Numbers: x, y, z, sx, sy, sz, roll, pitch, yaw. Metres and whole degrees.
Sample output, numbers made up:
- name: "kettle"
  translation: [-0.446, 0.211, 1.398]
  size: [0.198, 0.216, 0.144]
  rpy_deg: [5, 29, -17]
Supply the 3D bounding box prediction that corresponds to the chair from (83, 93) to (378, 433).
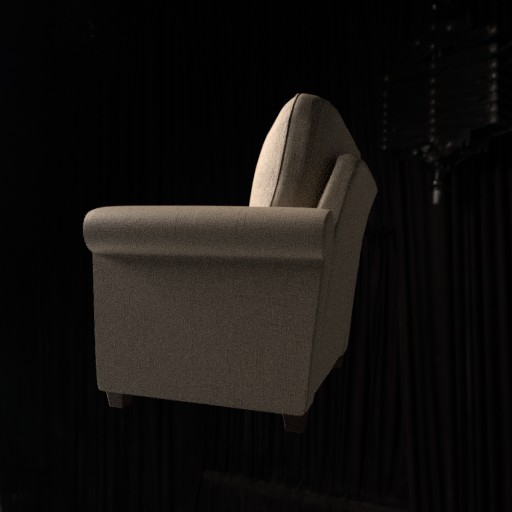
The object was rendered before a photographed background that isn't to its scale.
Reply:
- name: "chair"
  translation: [0.000, 0.000, 2.326]
  size: [1.180, 1.349, 1.275]
  rpy_deg: [0, 1, 19]
